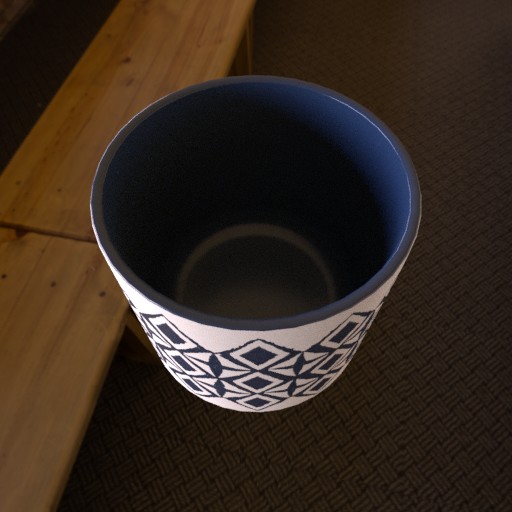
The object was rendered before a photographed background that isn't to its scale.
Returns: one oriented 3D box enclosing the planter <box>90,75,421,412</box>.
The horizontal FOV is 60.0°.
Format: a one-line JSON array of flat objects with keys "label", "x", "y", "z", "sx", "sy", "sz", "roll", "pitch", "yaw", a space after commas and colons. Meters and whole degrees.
[{"label": "planter", "x": 0.000, "y": 0.000, "z": 0.315, "sx": 0.182, "sy": 0.165, "sz": 0.182, "roll": 0, "pitch": 58, "yaw": 0}]
